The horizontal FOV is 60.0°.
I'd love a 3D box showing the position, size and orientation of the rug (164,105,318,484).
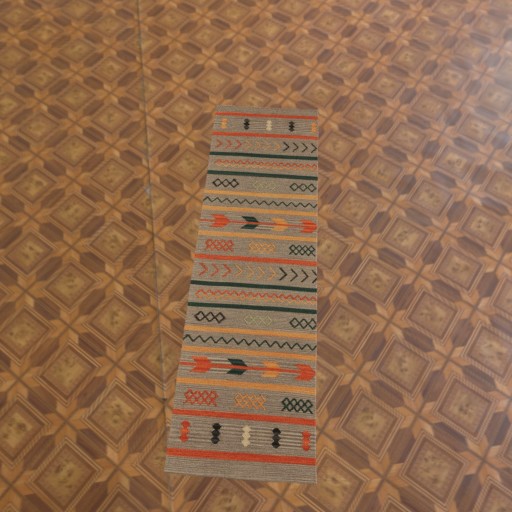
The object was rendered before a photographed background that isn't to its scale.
[{"bbox_3d":[0.000,0.000,2.675,0.744,0.022,2.419,3,63,2],"label":"rug"}]
